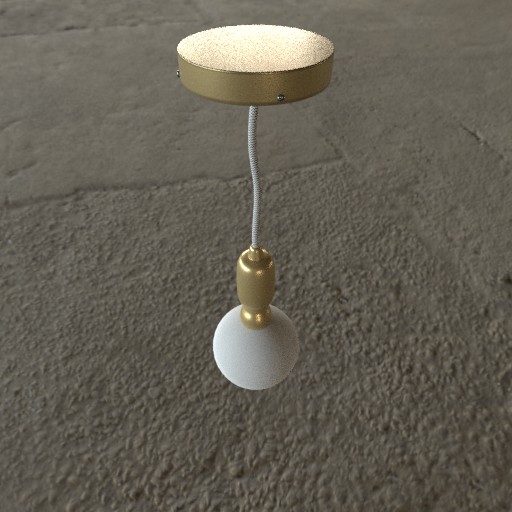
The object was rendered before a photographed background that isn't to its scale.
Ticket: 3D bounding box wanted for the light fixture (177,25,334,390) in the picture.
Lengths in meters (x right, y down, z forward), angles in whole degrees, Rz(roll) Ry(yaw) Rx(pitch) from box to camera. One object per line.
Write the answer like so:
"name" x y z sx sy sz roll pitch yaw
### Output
"light fixture" 0.000 0.000 0.573 0.147 0.510 0.146 -11 42 -12
